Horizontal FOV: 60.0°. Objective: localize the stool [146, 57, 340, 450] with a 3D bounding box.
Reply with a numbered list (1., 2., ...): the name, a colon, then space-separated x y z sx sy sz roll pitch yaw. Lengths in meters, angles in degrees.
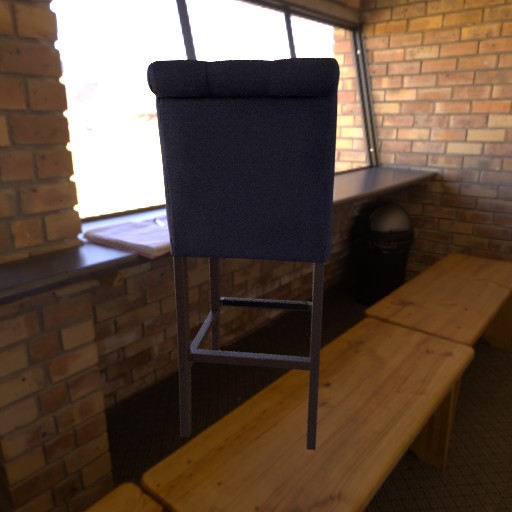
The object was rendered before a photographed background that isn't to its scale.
1. stool: 0.000 0.000 1.459 0.493 1.140 0.601 2 18 8
